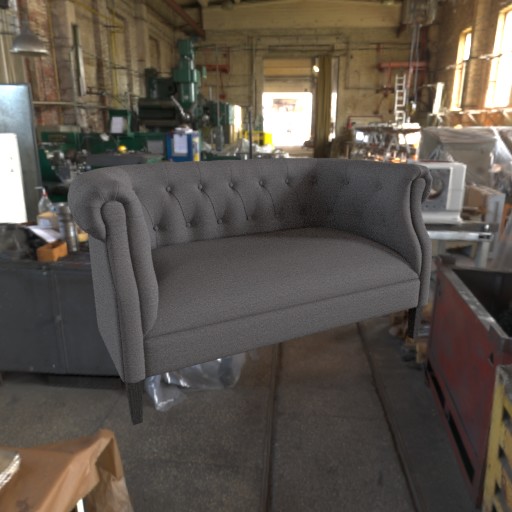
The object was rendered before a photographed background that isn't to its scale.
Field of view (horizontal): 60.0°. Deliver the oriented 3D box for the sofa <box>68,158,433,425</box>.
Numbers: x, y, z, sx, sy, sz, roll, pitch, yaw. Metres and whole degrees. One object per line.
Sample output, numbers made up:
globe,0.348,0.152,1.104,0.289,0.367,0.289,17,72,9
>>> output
sofa,0.000,0.000,2.043,1.558,0.827,0.835,-9,18,-27
